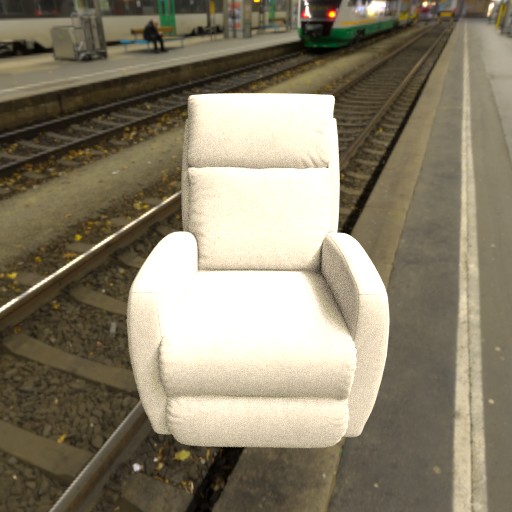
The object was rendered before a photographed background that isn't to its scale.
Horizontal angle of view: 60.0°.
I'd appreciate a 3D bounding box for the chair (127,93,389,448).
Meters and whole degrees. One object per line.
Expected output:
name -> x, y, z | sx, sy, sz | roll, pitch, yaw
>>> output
chair -> 0.000, 0.000, 1.635 | 0.812, 1.015, 0.941 | 1, 29, 1
